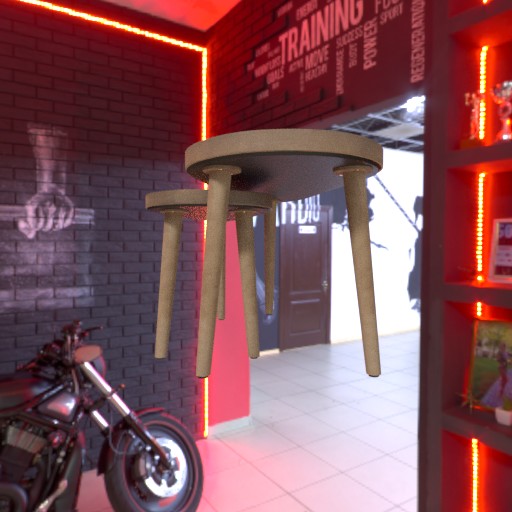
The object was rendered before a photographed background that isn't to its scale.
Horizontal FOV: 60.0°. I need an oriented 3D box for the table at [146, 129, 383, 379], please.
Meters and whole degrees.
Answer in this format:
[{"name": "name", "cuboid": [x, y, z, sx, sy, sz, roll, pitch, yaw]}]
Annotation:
[{"name": "table", "cuboid": [0.000, 0.000, 1.580, 0.701, 0.595, 1.190, 0, 2, -1]}]
